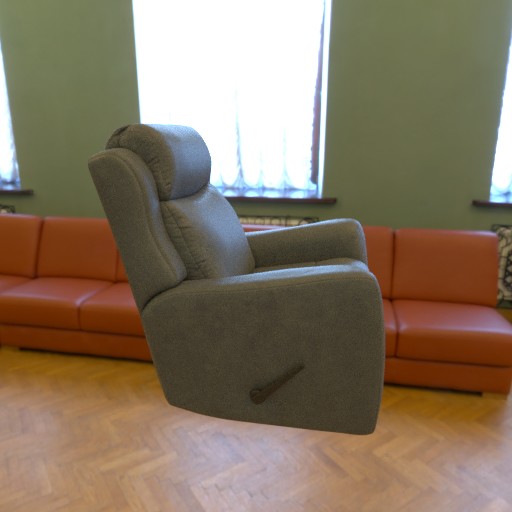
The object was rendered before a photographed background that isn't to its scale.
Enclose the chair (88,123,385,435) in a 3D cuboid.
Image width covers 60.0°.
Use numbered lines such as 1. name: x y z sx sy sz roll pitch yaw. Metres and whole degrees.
1. chair: 0.000 0.000 1.950 1.068 1.116 0.967 3 16 9
